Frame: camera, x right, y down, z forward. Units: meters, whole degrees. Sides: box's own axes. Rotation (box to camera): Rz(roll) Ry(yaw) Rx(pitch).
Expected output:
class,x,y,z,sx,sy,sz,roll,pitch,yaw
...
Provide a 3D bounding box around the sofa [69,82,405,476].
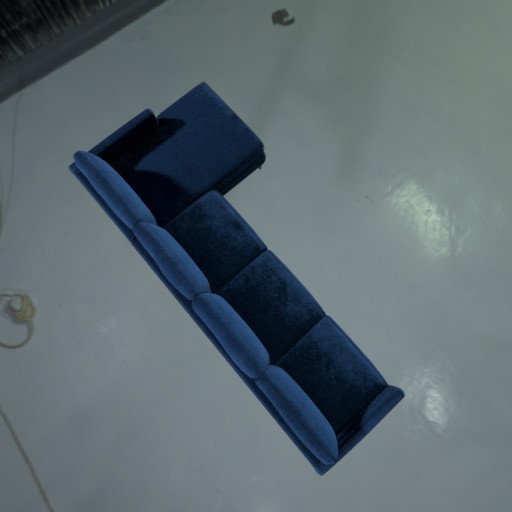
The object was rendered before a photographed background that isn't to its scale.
class,x,y,z,sx,sy,sz,roll,pitch,yaw
sofa,0.000,0.000,3.424,1.350,0.810,2.932,-40,80,-9
